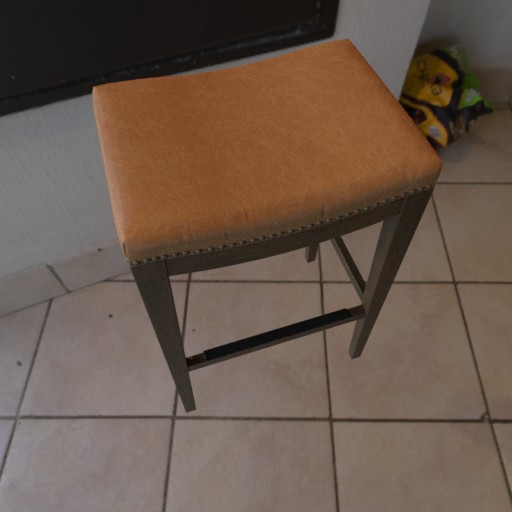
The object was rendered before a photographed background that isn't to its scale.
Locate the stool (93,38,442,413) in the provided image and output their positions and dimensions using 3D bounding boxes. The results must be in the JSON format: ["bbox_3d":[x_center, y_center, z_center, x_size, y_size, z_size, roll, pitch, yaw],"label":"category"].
[{"bbox_3d":[0.000,0.000,0.985,0.500,0.759,0.361,-15,58,-10],"label":"stool"}]
